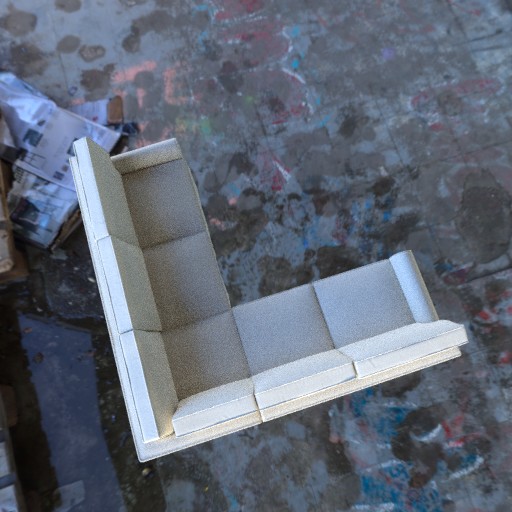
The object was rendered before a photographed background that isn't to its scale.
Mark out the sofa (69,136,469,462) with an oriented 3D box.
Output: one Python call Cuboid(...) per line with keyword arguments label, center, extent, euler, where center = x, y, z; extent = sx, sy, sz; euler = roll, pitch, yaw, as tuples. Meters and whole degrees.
Cuboid(label="sofa", center=(0.000, 0.000, 3.893), extent=(2.591, 1.070, 2.597), euler=(-17, 76, -4))
